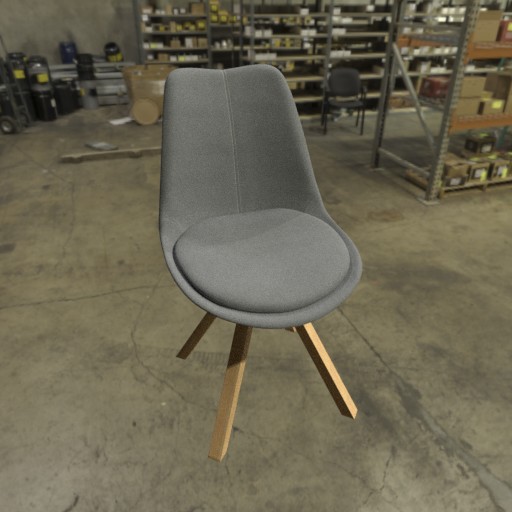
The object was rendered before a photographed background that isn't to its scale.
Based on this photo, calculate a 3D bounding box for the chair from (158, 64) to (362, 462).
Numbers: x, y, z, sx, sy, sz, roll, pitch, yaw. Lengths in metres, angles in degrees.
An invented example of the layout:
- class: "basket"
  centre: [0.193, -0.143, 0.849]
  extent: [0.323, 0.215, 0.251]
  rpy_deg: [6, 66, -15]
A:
- class: "chair"
  centre: [0.000, 0.000, 1.166]
  extent: [0.474, 0.863, 0.549]
  rpy_deg: [-10, 32, -17]
